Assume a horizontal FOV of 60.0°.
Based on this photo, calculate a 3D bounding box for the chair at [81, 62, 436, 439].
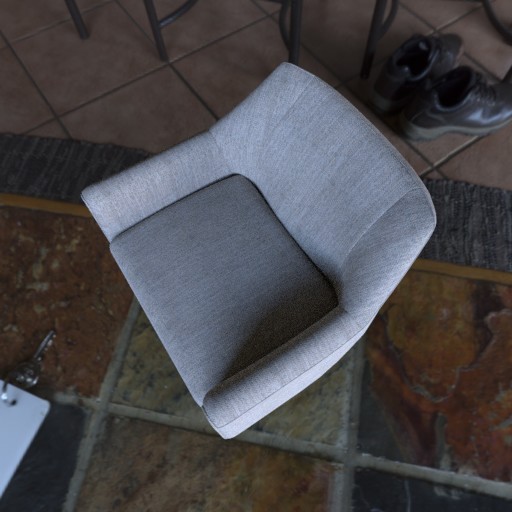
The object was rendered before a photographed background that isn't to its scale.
[{"bbox_3d":[0.000,0.000,1.401,0.758,0.761,0.796,-30,68,-14],"label":"chair"}]
